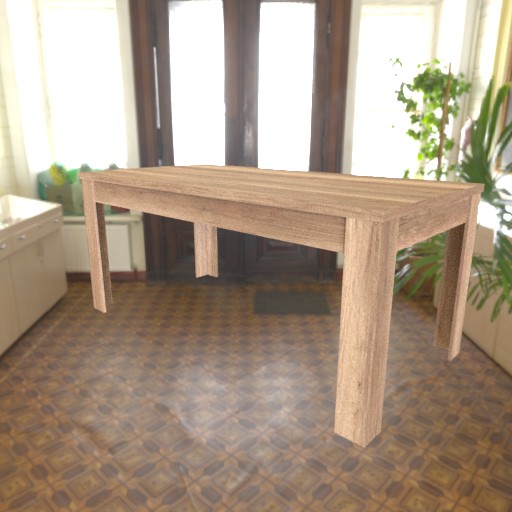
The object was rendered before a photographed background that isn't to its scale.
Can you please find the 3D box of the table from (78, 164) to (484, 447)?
[{"bbox_3d":[0.000,0.000,2.249,1.800,0.790,0.900,14,21,41],"label":"table"}]
